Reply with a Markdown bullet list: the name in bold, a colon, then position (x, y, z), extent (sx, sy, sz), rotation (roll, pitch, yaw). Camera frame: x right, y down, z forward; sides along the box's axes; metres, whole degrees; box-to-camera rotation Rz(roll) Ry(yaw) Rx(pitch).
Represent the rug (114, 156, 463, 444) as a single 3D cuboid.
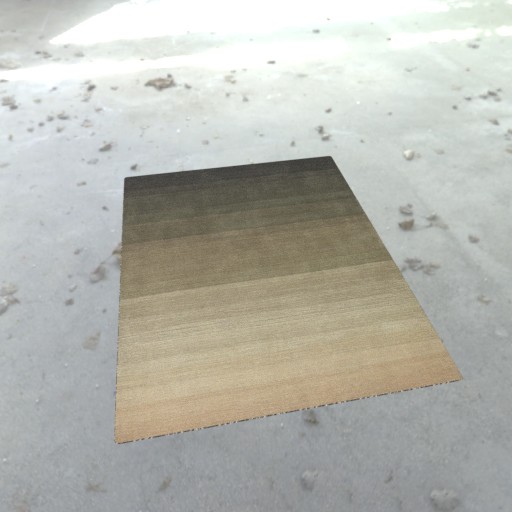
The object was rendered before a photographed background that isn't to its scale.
- **rug**: position (0.000, 0.000, 3.853), extent (2.305, 0.017, 2.902), rotation (-8, 44, -8)
